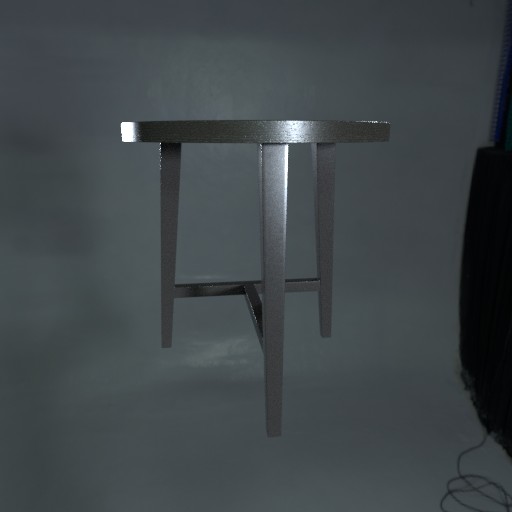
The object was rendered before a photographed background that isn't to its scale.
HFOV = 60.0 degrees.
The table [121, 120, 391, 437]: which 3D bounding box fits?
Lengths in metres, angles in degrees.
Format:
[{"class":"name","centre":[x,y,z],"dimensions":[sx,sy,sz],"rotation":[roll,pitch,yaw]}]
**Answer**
[{"class":"table","centre":[0.000,0.000,0.928],"dimensions":[0.500,0.531,0.500],"rotation":[0,15,0]}]
